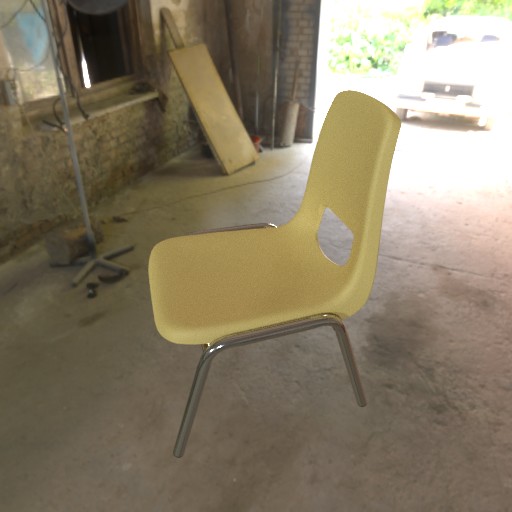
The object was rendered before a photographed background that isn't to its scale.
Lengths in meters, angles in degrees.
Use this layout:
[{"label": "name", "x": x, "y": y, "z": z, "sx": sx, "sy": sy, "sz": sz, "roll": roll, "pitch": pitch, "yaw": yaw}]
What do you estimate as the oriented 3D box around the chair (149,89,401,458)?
[{"label": "chair", "x": 0.000, "y": 0.000, "z": 0.796, "sx": 0.385, "sy": 0.536, "sz": 0.354, "roll": -8, "pitch": 33, "yaw": -13}]
